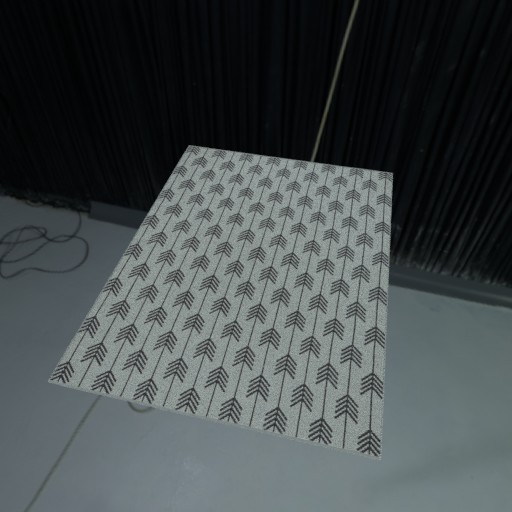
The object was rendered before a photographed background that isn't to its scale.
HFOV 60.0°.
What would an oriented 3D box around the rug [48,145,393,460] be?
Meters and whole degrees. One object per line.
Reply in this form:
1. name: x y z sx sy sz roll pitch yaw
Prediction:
1. rug: 0.000 0.000 3.978 2.330 0.010 3.061 10 48 9
